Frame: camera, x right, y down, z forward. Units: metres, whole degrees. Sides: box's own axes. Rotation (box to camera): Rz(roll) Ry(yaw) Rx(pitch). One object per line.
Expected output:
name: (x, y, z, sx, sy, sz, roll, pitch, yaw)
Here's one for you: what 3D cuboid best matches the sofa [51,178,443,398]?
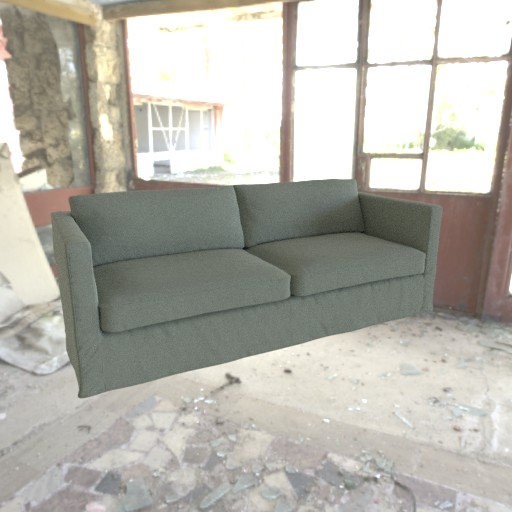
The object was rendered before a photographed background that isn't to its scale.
sofa: (0.000, 0.000, 2.818, 2.312, 0.853, 0.962, -8, 17, -26)
